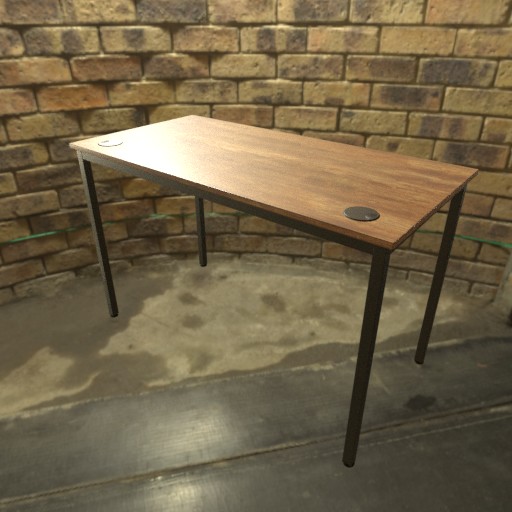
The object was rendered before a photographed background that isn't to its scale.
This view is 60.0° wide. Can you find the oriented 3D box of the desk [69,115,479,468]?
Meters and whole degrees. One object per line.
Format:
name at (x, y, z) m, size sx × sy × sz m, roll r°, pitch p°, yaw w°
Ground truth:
desk at (0.000, 0.000, 1.609) m, size 1.200 × 0.749 × 0.600 m, roll 22°, pitch 36°, yaw 33°
